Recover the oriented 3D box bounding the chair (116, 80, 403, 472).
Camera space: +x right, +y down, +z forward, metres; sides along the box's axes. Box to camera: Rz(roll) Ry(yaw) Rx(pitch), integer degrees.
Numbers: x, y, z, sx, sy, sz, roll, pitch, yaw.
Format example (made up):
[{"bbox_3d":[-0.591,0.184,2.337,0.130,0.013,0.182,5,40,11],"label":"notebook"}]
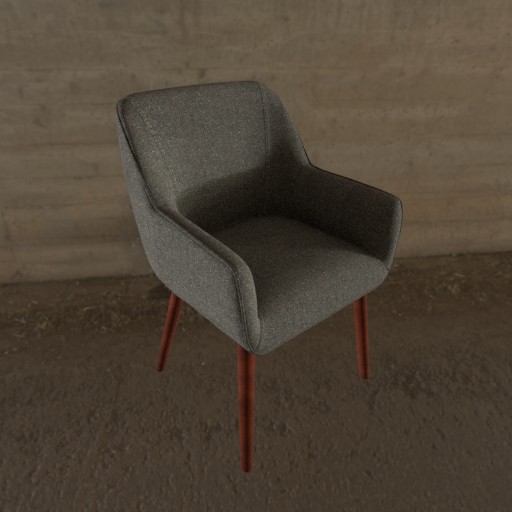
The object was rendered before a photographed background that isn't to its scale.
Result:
[{"bbox_3d":[0.000,0.000,1.168,0.543,0.803,0.519,-23,36,-35],"label":"chair"}]
